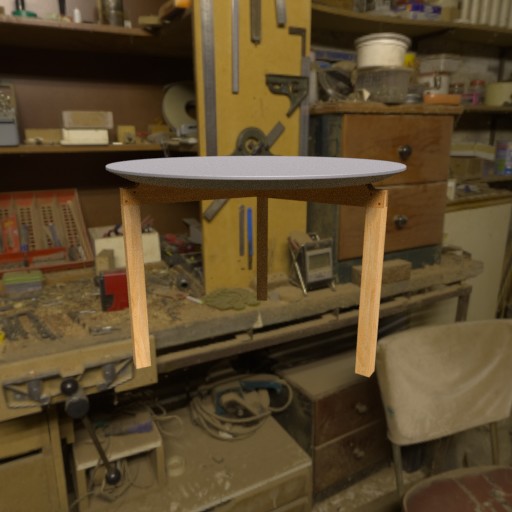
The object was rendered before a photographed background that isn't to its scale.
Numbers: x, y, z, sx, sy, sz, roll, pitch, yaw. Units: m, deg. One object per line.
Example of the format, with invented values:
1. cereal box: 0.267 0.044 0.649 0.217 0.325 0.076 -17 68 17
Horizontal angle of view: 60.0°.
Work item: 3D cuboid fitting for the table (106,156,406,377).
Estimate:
1. table: 0.000 0.000 0.984 0.600 0.405 0.600 0 15 0
